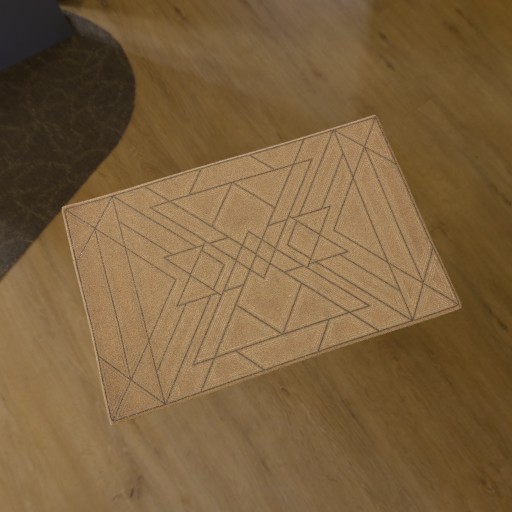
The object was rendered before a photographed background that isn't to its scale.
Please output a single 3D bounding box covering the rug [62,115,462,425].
[{"bbox_3d":[0.000,0.000,3.117,2.459,0.023,1.575,-17,76,-5],"label":"rug"}]
